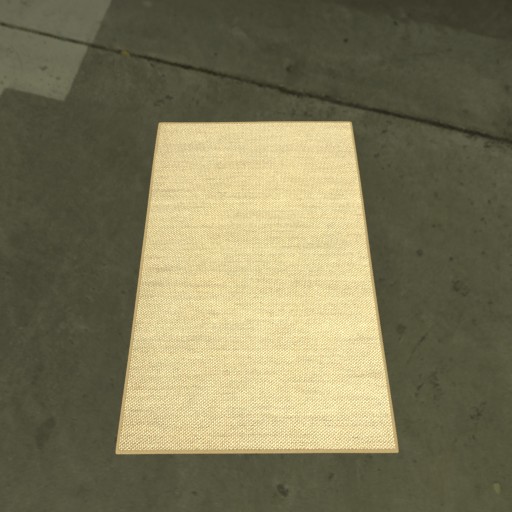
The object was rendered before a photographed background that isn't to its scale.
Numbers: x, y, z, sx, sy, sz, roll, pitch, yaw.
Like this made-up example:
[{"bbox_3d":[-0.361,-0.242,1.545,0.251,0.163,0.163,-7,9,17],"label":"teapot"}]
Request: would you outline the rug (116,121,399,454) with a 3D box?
[{"bbox_3d":[0.000,0.000,2.042,1.062,0.013,1.667,0,62,0],"label":"rug"}]
